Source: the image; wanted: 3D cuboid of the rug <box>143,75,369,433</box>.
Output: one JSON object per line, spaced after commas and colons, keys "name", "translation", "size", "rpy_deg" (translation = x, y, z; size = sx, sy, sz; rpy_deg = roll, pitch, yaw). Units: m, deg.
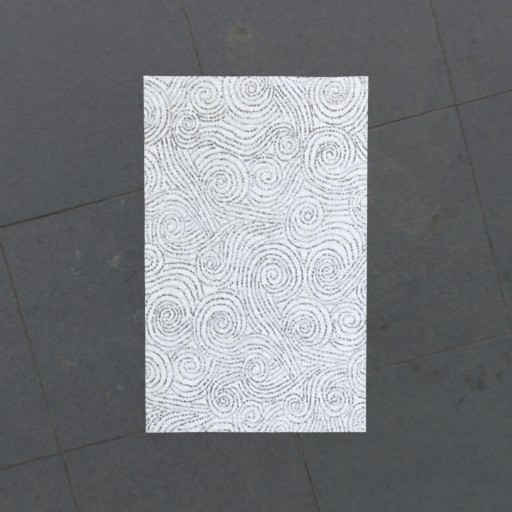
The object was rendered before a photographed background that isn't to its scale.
{"name": "rug", "translation": [0.000, 0.000, 3.028], "size": [1.524, 0.005, 2.439], "rpy_deg": [0, 91, 0]}
